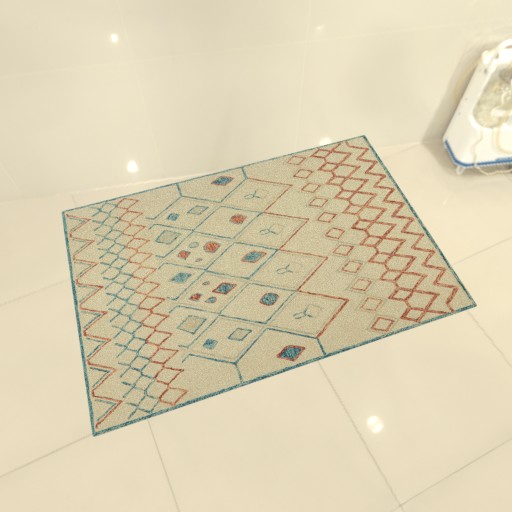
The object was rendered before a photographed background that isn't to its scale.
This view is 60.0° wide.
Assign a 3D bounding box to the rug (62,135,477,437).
[{"bbox_3d":[0.000,0.000,2.273,1.829,0.016,1.219,-16,60,-10],"label":"rug"}]
